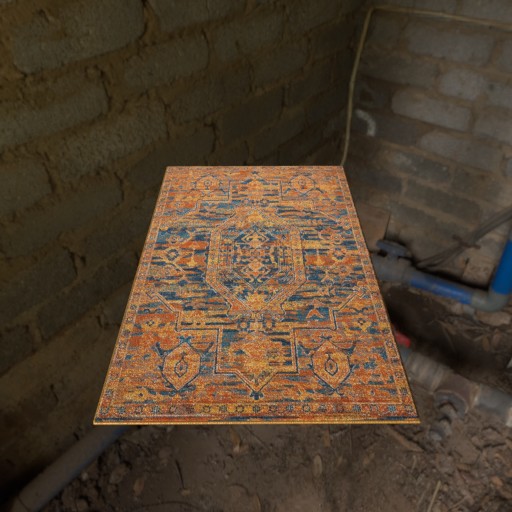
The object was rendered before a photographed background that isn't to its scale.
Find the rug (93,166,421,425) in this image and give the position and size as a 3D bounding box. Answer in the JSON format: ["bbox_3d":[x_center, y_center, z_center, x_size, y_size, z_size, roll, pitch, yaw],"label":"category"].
[{"bbox_3d":[0.000,0.000,1.076,0.557,0.008,0.863,0,41,0],"label":"rug"}]
